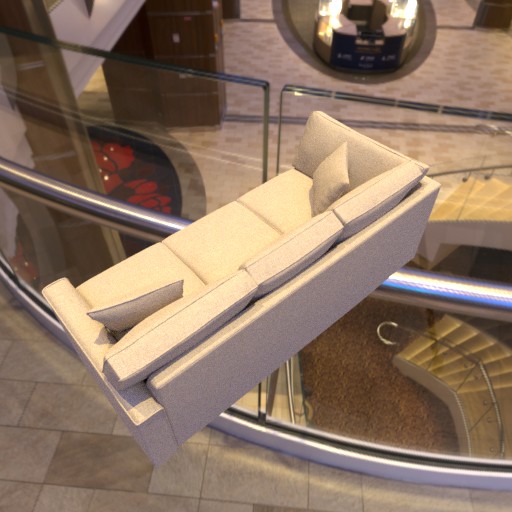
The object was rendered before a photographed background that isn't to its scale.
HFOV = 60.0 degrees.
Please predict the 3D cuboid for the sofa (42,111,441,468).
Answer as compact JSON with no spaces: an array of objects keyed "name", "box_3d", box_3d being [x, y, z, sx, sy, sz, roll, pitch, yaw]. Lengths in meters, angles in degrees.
[{"name":"sofa","box_3d":[0.000,0.000,2.817,2.317,0.962,1.061,-32,55,-27]}]
